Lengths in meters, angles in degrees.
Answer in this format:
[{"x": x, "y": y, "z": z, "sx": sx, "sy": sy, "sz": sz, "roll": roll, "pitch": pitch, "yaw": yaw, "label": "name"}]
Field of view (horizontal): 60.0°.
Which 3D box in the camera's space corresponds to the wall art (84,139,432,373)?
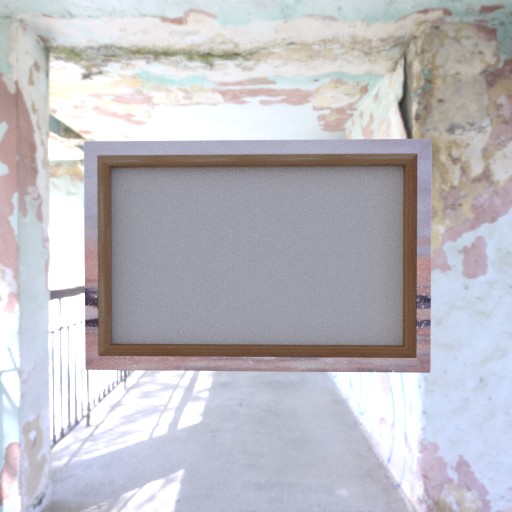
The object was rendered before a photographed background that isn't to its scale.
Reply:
[{"x": 0.000, "y": 0.000, "z": 1.182, "sx": 0.913, "sy": 0.609, "sz": 0.038, "roll": 0, "pitch": 1, "yaw": 2, "label": "wall art"}]
